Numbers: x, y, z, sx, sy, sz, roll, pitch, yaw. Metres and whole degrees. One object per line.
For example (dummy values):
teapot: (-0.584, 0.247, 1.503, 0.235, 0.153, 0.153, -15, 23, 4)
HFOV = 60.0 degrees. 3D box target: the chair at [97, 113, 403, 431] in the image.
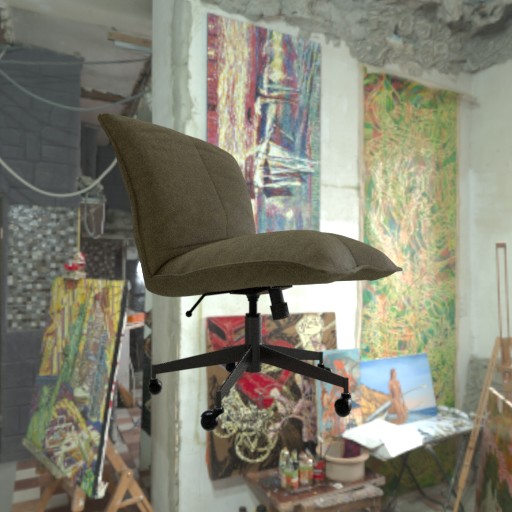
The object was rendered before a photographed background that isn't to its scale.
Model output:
chair: (0.000, 0.000, 1.276, 0.696, 0.811, 0.597, -1, -1, 35)
